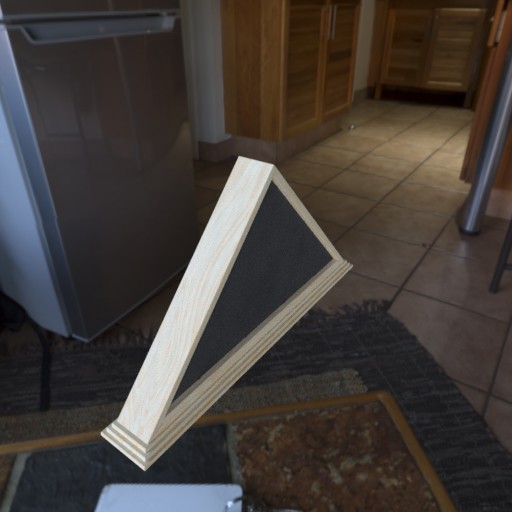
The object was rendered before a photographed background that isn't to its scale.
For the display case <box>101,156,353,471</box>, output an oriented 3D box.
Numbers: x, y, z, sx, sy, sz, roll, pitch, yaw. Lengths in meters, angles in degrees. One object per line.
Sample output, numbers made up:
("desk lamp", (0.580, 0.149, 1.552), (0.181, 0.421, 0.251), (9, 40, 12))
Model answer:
("display case", (0.000, 0.000, 0.760), (0.095, 0.340, 0.640), (21, 37, 30))
